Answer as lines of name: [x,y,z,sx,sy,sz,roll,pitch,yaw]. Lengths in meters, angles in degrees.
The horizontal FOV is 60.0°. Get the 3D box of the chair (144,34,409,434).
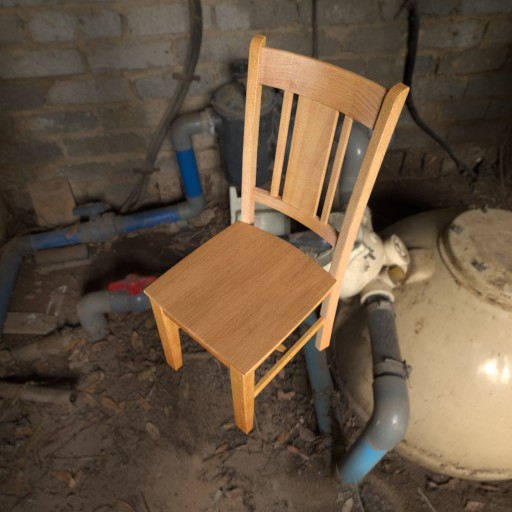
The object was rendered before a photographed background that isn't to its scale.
chair: [0.000,0.000,1.307,0.450,0.998,0.556,33,55,27]
